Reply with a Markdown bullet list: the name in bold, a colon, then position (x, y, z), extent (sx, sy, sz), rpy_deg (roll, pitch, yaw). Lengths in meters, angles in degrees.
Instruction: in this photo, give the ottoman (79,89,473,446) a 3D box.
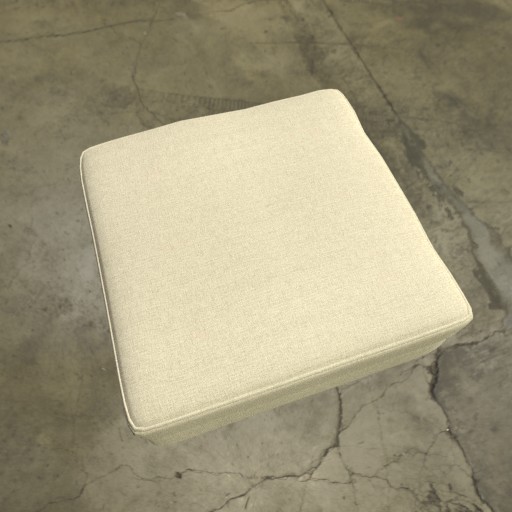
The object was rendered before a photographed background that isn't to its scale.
- **ottoman**: position (0.000, 0.000, 1.318), extent (0.838, 0.478, 0.838), rpy_deg (-16, 64, -8)
